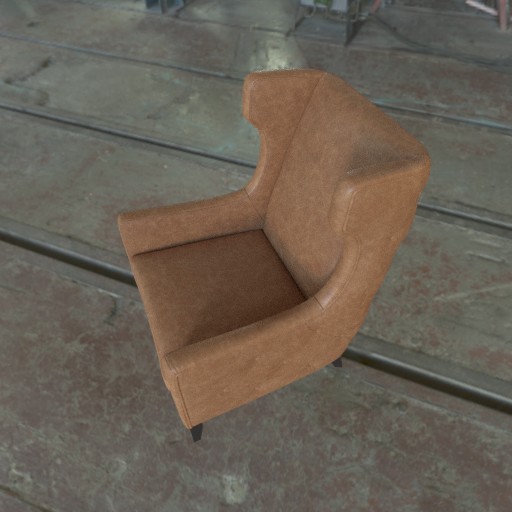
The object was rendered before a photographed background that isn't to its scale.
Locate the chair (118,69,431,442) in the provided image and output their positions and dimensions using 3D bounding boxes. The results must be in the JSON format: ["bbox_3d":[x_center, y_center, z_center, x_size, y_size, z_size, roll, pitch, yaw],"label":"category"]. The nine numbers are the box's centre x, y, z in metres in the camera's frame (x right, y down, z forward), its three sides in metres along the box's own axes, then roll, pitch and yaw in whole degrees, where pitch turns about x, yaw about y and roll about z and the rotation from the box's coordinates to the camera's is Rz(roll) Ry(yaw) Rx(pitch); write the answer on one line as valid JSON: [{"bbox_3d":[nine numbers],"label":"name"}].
[{"bbox_3d":[0.000,0.000,1.654,0.899,1.079,0.766,-17,49,-16],"label":"chair"}]
